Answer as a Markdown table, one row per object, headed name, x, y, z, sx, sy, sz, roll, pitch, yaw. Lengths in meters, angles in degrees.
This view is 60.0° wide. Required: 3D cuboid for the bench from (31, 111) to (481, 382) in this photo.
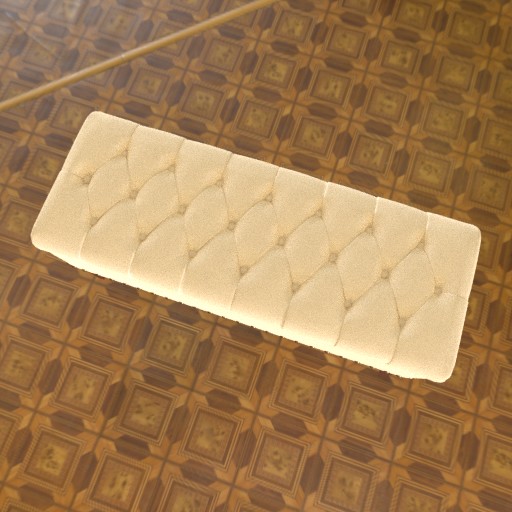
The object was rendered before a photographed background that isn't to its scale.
| name | x | y | z | sx | sy | sz | roll | pitch | yaw |
| --- | --- | --- | --- | --- | --- | --- | --- | --- | --- |
| bench | 0.000 | 0.000 | 1.285 | 1.054 | 0.470 | 0.400 | 18 | 76 | 5 |
